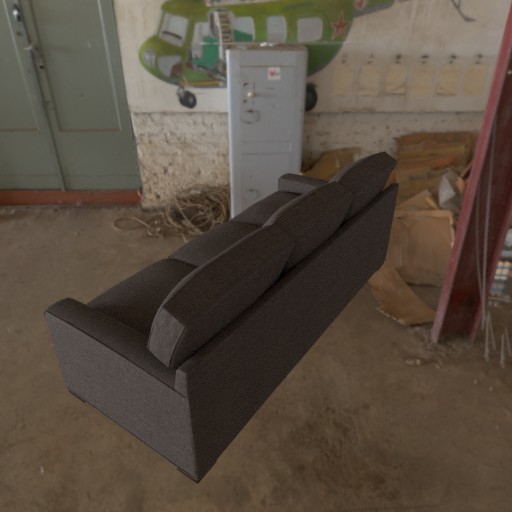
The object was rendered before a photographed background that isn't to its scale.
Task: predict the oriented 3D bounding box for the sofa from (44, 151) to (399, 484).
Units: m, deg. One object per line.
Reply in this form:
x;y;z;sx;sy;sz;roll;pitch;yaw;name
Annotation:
0.000;0.000;2.861;1.004;0.978;2.369;20;36;29;sofa
